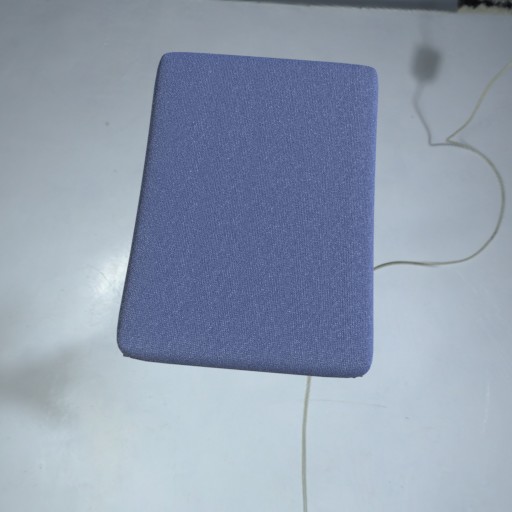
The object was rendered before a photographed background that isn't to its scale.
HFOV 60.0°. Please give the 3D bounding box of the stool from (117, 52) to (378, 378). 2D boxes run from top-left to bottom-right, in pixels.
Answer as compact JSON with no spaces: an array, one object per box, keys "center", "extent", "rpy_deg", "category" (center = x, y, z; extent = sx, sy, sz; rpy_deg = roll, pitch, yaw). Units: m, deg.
[{"center":[0.000,0.000,0.992],"extent":[0.358,0.740,0.498],"rpy_deg":[5,76,1],"category":"stool"}]
